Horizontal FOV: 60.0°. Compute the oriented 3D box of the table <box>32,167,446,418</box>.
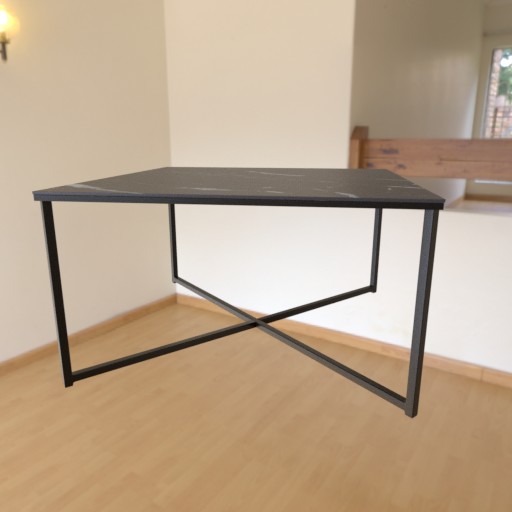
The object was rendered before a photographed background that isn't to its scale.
[{"bbox_3d":[0.000,0.000,1.281,0.800,0.450,0.800,2,15,8],"label":"table"}]
